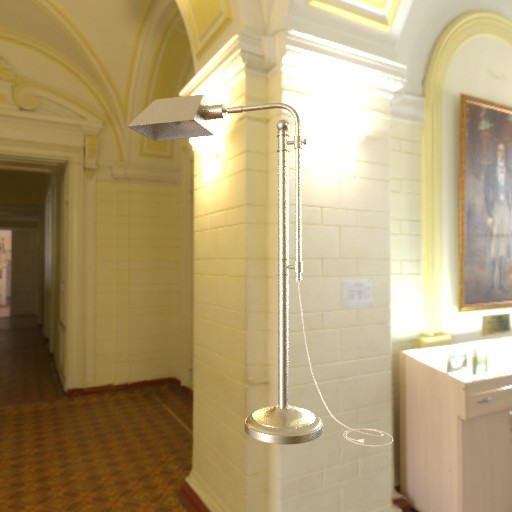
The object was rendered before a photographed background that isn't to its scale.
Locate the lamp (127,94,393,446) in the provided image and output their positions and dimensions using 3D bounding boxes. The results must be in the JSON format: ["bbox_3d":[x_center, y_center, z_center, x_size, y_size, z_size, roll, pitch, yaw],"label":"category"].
[{"bbox_3d":[0.000,0.000,0.930,0.546,0.708,0.159,0,-1,17],"label":"lamp"}]
